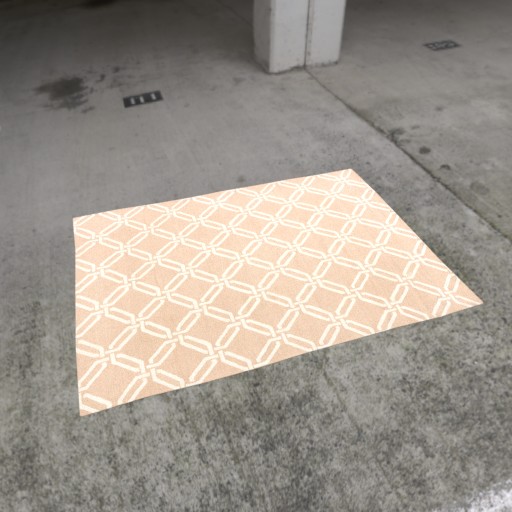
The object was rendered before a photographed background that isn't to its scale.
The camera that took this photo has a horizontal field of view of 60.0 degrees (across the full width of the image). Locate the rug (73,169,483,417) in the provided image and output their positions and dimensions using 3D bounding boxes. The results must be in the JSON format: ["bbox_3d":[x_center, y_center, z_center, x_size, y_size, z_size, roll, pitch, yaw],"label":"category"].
[{"bbox_3d":[0.000,0.000,4.290,3.365,0.020,2.452,-12,42,-14],"label":"rug"}]
